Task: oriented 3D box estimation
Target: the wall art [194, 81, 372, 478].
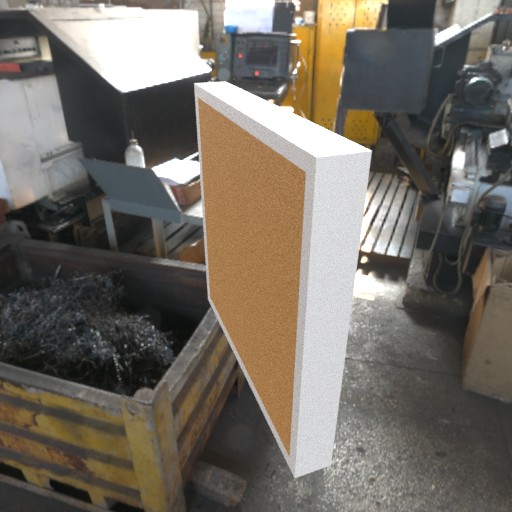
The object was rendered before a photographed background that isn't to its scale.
[{"bbox_3d":[0.000,0.000,0.464,0.038,0.302,0.305,-10,31,-18],"label":"wall art"}]
